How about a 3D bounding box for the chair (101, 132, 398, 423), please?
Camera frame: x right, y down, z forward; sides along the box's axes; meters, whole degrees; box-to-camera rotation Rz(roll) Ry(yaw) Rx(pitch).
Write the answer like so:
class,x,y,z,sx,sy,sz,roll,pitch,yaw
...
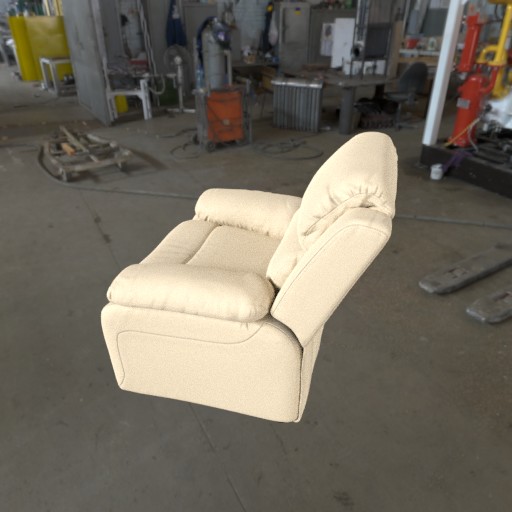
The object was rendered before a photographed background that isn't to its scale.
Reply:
class,x,y,z,sx,sy,sz,roll,pitch,yaw
chair,0.000,0.000,1.290,0.709,0.702,0.680,8,31,14
